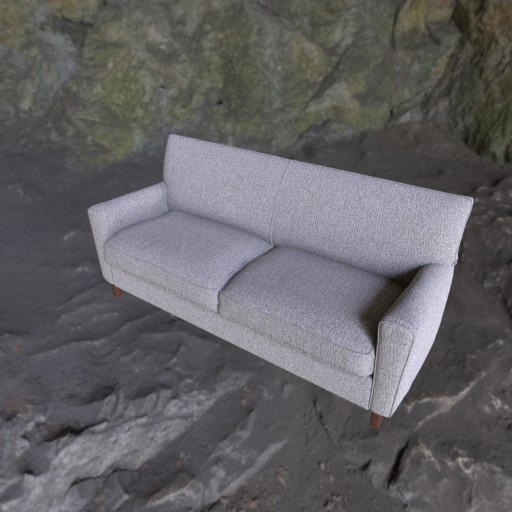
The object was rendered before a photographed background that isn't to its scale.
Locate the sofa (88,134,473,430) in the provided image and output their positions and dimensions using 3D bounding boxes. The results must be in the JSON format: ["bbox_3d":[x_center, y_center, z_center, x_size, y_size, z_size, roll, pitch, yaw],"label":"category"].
[{"bbox_3d":[0.000,0.000,2.552,2.026,0.942,0.854,20,36,30],"label":"sofa"}]
